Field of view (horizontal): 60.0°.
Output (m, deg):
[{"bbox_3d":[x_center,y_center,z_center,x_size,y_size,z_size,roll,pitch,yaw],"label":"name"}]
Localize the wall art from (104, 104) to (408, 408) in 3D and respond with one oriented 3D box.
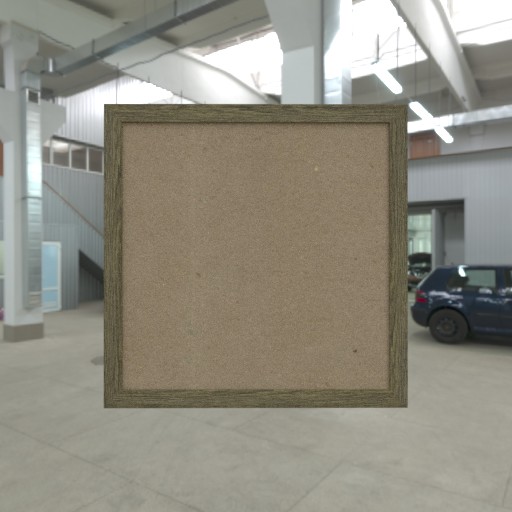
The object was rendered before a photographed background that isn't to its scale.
[{"bbox_3d":[0.000,0.000,0.750,0.508,0.508,0.019,0,0,0],"label":"wall art"}]
